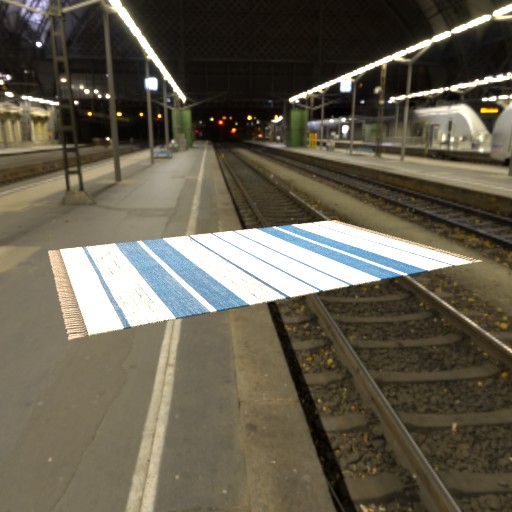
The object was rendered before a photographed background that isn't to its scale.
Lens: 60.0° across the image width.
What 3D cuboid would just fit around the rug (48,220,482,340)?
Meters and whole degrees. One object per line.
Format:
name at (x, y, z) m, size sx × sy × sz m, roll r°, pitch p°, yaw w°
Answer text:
rug at (0.000, 0.000, 2.934) m, size 2.441 × 0.010 × 1.532 m, roll -8°, pitch 17°, yaw -26°
